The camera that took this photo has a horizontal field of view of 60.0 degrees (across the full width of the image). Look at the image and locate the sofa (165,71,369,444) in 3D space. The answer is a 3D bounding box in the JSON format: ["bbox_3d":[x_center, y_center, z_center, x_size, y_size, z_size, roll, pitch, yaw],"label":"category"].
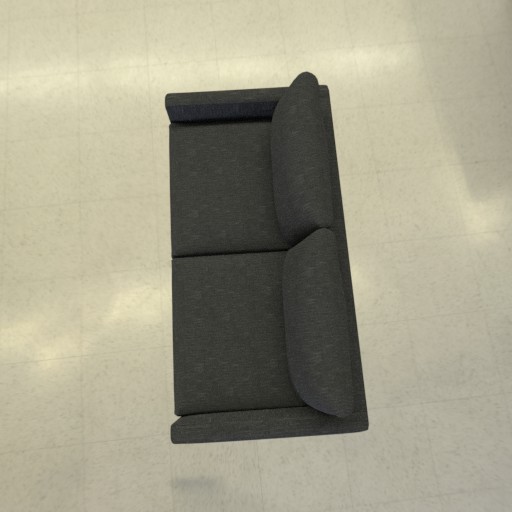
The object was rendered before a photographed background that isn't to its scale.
[{"bbox_3d":[0.000,0.000,2.262,0.866,0.862,1.716,-4,76,-1],"label":"sofa"}]
